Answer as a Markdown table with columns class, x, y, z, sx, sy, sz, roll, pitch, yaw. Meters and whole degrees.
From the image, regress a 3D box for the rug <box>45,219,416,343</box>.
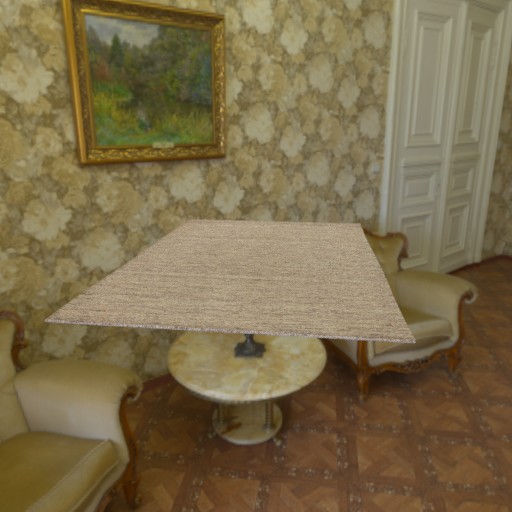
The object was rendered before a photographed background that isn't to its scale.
| class | x | y | z | sx | sy | sz | roll | pitch | yaw |
| --- | --- | --- | --- | --- | --- | --- | --- | --- | --- |
| rug | 0.000 | 0.000 | 2.895 | 1.547 | 0.013 | 2.283 | 2 | 16 | 7 |
